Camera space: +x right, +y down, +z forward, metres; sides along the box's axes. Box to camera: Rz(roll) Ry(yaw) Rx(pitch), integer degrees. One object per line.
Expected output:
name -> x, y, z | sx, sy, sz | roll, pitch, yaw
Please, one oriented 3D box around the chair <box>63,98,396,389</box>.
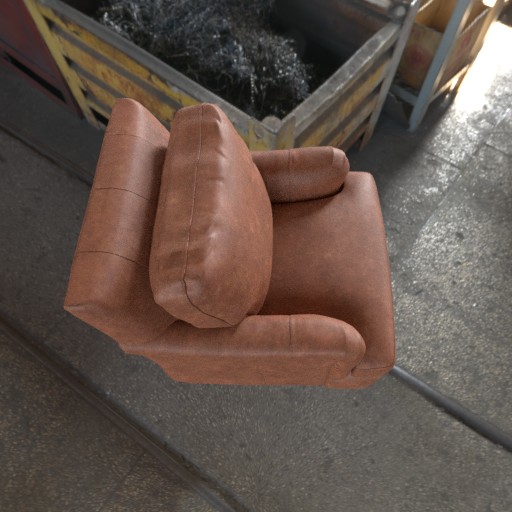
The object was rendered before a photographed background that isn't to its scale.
chair -> 0.000, 0.000, 1.930 | 1.158, 1.055, 0.986 | 1, 62, 1
